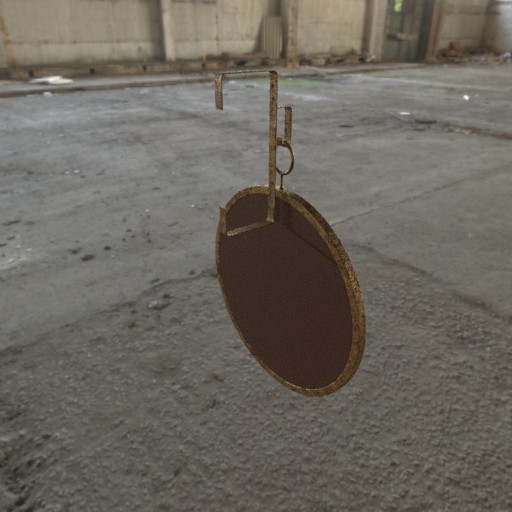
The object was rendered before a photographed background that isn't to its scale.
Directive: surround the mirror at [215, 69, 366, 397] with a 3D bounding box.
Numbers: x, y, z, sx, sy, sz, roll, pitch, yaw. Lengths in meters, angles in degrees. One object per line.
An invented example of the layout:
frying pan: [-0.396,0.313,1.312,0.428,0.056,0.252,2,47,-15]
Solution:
mirror: [0.000,0.000,0.841,0.144,0.651,0.447,-19,32,-33]
